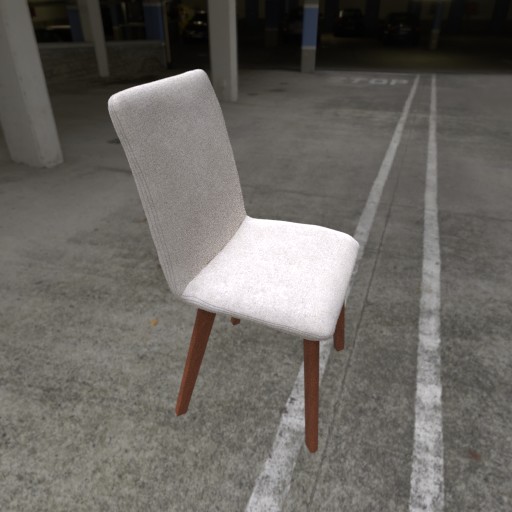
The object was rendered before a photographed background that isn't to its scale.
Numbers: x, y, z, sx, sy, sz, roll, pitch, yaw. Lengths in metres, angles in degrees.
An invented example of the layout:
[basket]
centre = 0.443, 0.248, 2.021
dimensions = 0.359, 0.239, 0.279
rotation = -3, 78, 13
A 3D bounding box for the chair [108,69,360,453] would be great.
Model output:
[chair]
centre = 0.000, 0.000, 1.321
dimensions = 0.563, 0.974, 0.522
rotation = 10, 33, 17
